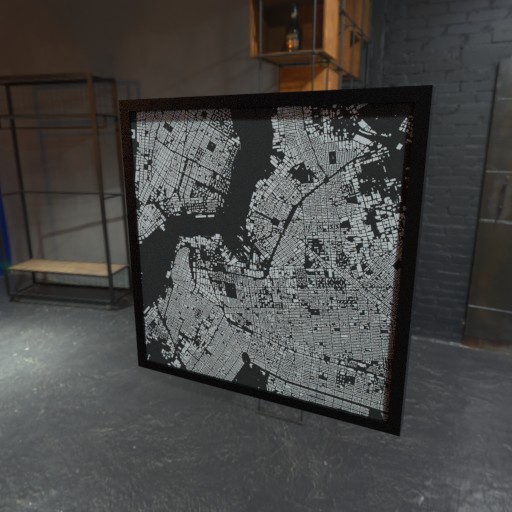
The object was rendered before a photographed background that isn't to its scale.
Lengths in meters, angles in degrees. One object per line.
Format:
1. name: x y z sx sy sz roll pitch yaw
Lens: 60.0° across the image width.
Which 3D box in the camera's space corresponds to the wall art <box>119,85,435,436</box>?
1. wall art: 0.000 0.000 0.737 0.506 0.506 0.038 7 16 25
